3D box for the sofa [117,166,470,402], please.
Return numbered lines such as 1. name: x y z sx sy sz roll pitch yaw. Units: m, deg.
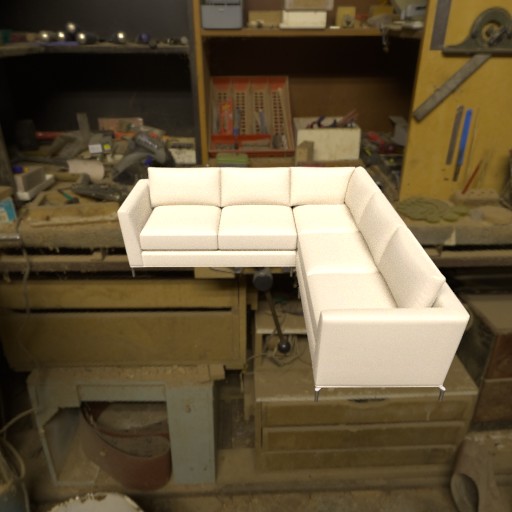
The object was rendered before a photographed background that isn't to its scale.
1. sofa: 0.000 0.000 3.677 2.430 0.867 2.448 0 28 0
